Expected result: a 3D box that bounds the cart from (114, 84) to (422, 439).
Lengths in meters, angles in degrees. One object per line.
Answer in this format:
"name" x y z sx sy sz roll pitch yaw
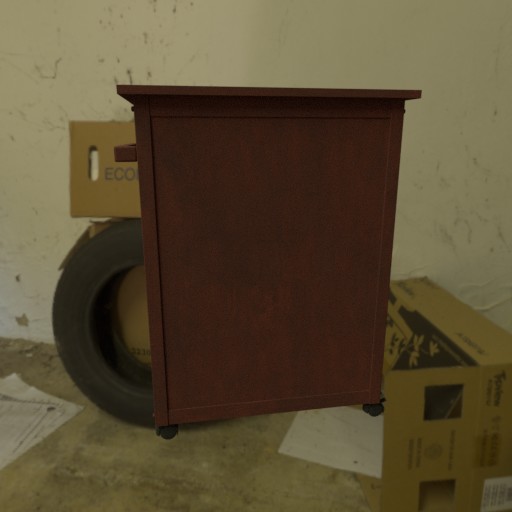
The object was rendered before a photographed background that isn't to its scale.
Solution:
"cart" 0.000 0.000 1.267 0.683 0.864 0.442 -3 16 -9
